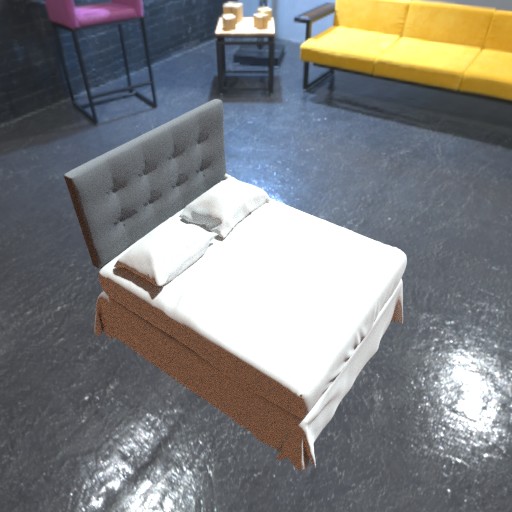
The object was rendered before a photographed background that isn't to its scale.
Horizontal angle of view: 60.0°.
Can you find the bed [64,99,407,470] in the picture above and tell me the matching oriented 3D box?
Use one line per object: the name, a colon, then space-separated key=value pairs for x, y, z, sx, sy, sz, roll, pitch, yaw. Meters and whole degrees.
bed: x=0.000 y=0.000 z=3.546 sx=2.222 sy=1.577 sz=1.936 roll=25 pitch=47 yaw=26
